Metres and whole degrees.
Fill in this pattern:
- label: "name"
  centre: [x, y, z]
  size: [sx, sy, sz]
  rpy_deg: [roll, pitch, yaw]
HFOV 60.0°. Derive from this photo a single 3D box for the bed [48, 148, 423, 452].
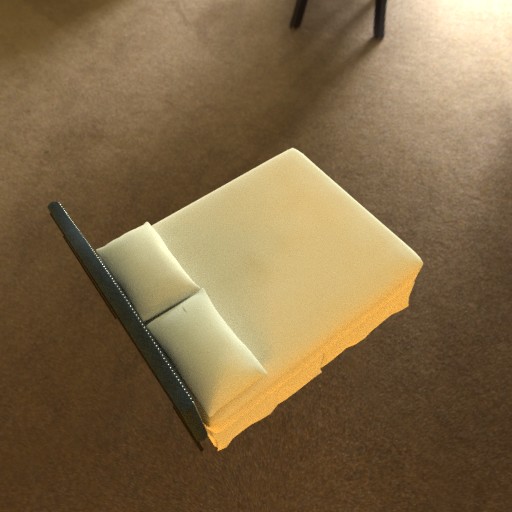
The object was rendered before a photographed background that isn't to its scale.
- label: "bed"
  centre: [0.000, 0.000, 3.312]
  size: [2.153, 1.518, 1.713]
  rpy_deg: [-33, 63, -19]
